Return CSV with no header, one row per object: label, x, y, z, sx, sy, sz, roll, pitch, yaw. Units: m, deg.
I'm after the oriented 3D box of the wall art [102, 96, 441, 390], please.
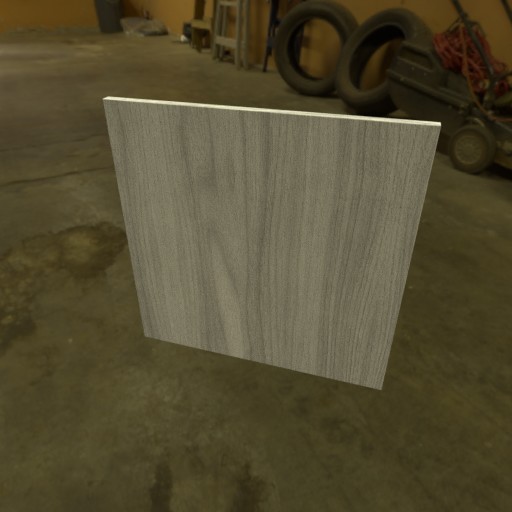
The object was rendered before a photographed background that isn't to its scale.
wall art,0.000,0.000,0.782,0.508,0.507,0.016,9,34,14
